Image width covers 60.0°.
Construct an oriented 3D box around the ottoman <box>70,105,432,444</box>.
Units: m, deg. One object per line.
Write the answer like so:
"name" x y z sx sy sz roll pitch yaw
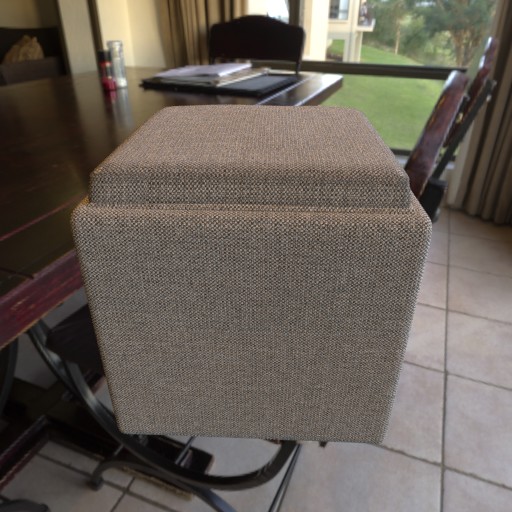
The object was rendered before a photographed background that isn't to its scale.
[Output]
"ottoman" 0.000 0.000 0.814 0.454 0.487 0.436 1 31 2
